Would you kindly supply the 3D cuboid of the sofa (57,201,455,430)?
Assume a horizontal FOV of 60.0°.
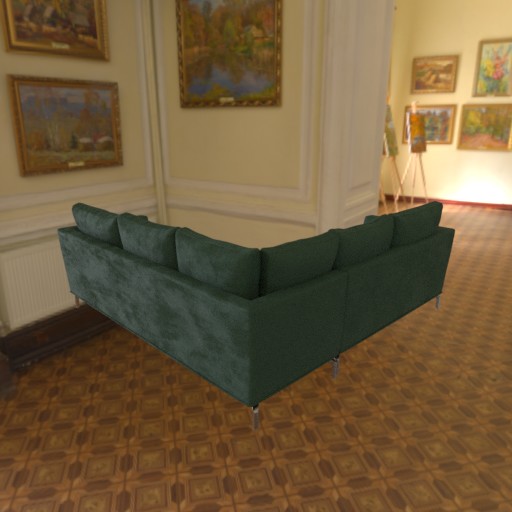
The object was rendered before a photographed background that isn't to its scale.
[{"bbox_3d":[0.000,0.000,3.907,2.468,1.004,2.452,-16,23,-42],"label":"sofa"}]
